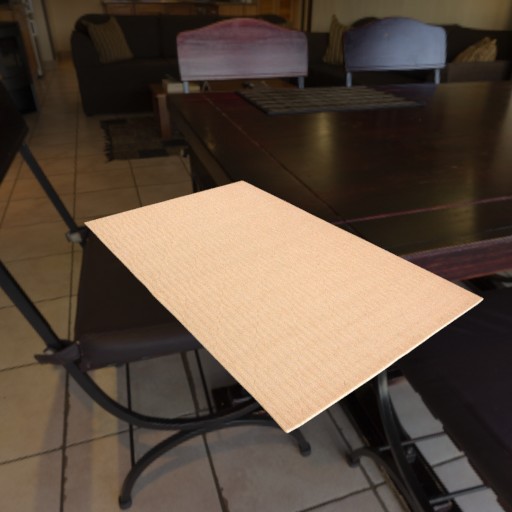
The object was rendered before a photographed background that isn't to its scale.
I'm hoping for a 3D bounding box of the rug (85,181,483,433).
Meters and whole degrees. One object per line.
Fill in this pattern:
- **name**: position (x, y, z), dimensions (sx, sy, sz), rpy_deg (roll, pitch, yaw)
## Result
- **rug**: position (0.000, 0.000, 3.031), dimensions (1.531, 0.014, 2.441), rpy_deg (-21, 36, -32)
